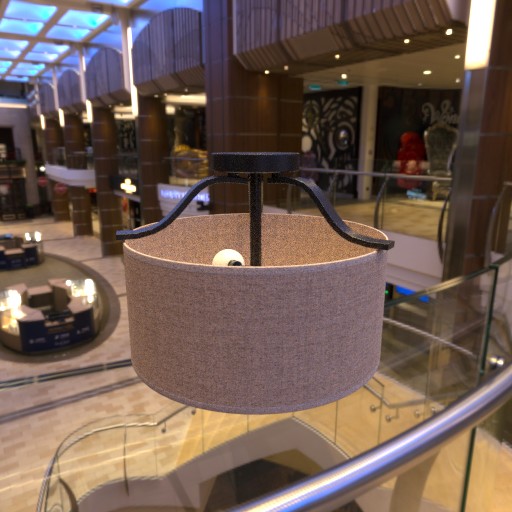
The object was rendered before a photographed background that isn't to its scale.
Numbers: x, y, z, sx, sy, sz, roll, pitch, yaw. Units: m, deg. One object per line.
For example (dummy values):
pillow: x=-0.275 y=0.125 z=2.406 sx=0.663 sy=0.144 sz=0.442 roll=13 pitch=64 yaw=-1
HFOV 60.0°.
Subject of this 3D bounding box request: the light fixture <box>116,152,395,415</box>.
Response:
light fixture: x=0.000 y=0.000 z=0.674 sx=0.390 sy=0.306 sz=0.390 roll=0 pitch=14 yaw=0
